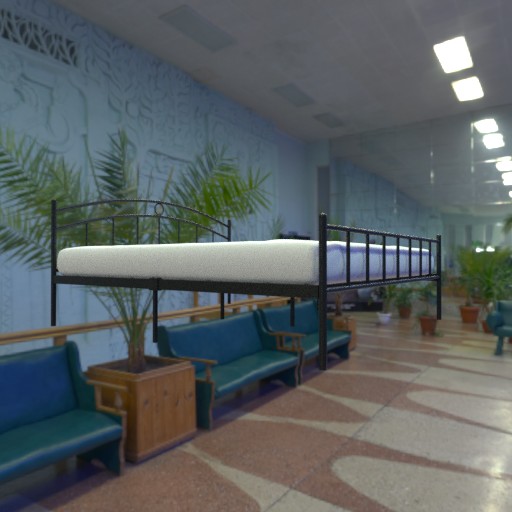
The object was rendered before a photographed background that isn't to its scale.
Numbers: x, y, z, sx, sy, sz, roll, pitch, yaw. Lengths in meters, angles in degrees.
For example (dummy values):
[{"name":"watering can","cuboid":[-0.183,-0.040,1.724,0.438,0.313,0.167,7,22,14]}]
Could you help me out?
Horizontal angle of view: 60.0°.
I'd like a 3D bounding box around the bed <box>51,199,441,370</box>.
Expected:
[{"name":"bed","cuboid":[0.000,0.000,3.127,2.040,0.940,1.880,0,-1,36]}]
